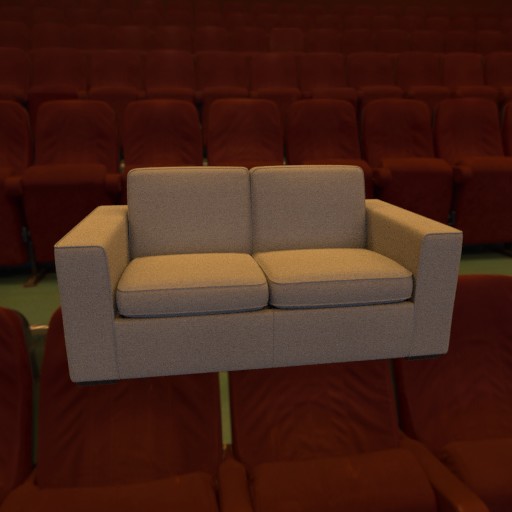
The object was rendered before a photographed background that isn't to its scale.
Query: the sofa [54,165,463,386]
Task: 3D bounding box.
[{"bbox_3d":[0.000,0.000,2.435,1.812,0.924,1.007,-2,16,-8],"label":"sofa"}]
